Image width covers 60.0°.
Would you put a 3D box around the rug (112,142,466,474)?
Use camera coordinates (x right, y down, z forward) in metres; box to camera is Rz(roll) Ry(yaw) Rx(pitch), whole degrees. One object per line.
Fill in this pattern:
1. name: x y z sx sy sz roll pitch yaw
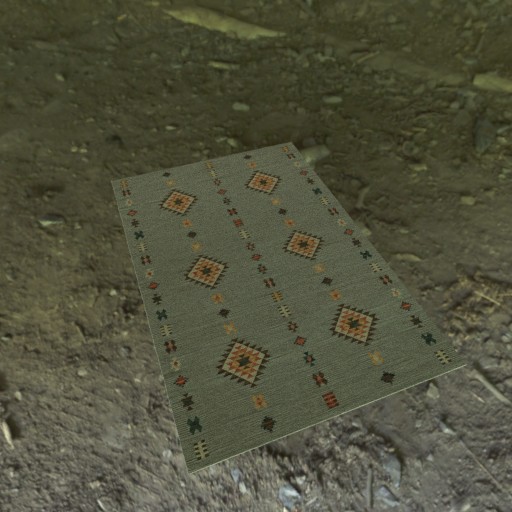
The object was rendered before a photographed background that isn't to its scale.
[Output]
1. rug: 0.000 0.000 2.311 1.217 0.005 1.818 -16 49 -14
